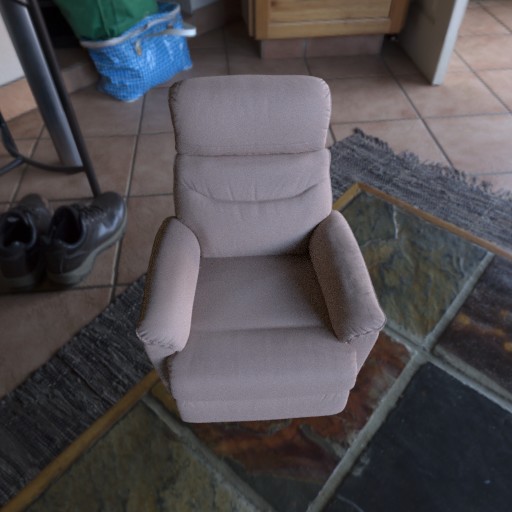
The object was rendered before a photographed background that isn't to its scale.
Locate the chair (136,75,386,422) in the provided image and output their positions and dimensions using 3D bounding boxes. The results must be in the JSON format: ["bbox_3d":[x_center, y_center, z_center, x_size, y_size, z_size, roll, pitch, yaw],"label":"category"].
[{"bbox_3d":[0.000,0.000,1.731,0.820,1.037,1.004,-2,47,-2],"label":"chair"}]
